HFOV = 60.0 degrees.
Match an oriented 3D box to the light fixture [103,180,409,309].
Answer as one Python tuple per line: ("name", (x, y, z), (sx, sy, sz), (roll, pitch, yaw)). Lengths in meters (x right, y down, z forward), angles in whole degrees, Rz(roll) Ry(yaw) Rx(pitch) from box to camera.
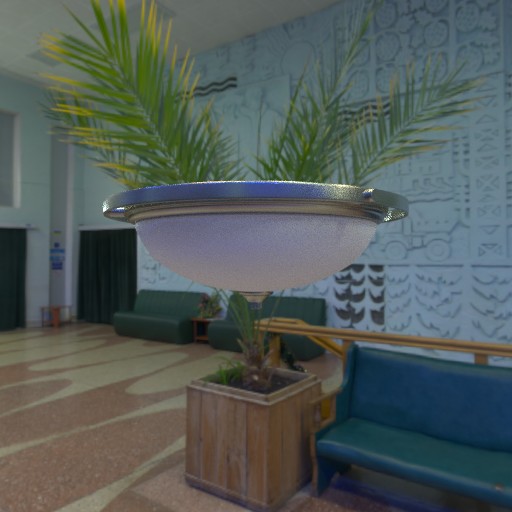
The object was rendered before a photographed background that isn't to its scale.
("light fixture", (0.000, 0.000, 0.553), (0.361, 0.130, 0.361), (0, -1, 0))
